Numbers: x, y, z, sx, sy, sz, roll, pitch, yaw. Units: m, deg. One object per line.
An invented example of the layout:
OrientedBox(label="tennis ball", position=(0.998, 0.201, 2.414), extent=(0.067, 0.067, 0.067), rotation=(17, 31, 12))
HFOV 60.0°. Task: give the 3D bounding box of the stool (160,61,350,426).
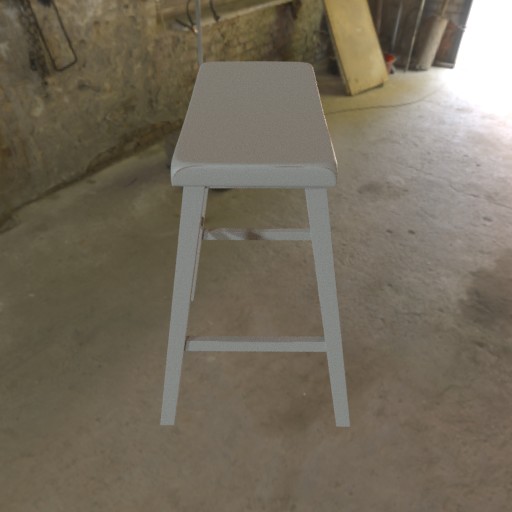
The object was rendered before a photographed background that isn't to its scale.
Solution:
OrientedBox(label="stool", position=(0.000, 0.000, 1.039), extent=(0.476, 0.737, 0.457), rotation=(0, 41, 0))
